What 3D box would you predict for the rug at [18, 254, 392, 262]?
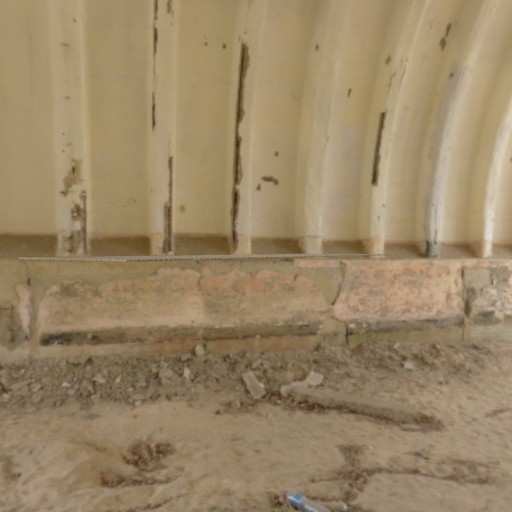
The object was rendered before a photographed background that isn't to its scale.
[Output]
[{"bbox_3d":[0.000,0.000,2.684,0.783,0.006,2.438,1,1,38],"label":"rug"}]
